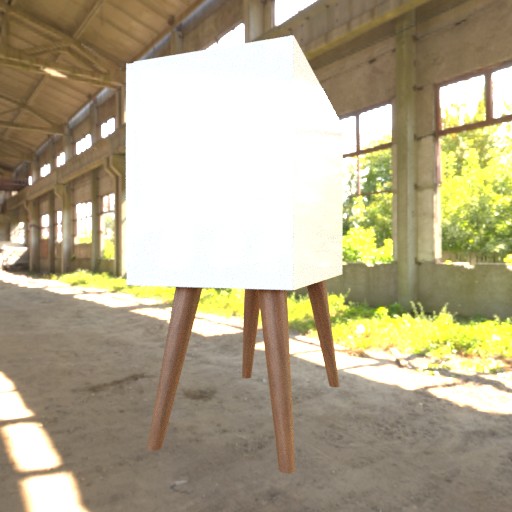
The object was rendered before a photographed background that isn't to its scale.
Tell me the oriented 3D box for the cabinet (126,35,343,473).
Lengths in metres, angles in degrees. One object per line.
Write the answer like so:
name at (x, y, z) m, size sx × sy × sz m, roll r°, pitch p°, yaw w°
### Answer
cabinet at (0.000, 0.000, 1.106) m, size 0.344 × 0.772 × 0.591 m, roll 0°, pitch 1°, yaw 19°
